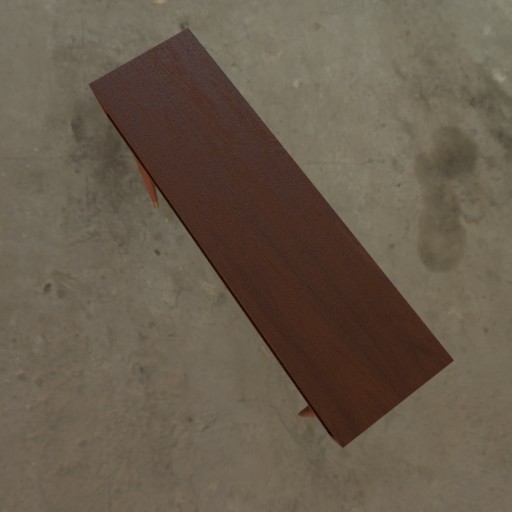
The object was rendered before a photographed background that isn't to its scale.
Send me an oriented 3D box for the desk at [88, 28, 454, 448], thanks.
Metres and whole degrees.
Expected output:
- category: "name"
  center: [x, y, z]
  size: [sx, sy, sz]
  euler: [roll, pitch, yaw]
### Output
- category: "desk"
  center: [0.000, 0.000, 1.628]
  size: [0.384, 0.917, 1.204]
  euler: [-34, 77, -9]
